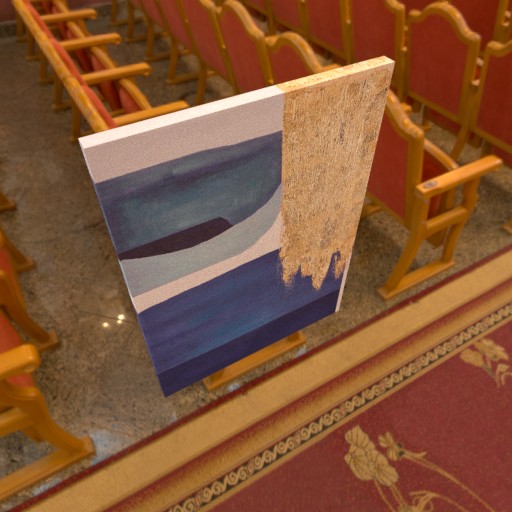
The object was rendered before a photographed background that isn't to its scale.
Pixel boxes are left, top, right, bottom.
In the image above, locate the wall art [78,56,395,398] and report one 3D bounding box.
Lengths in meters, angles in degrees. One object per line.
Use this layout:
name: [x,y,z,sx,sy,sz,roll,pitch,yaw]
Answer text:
wall art: [0.000,0.000,0.804,0.458,0.613,0.026,-23,51,-20]
